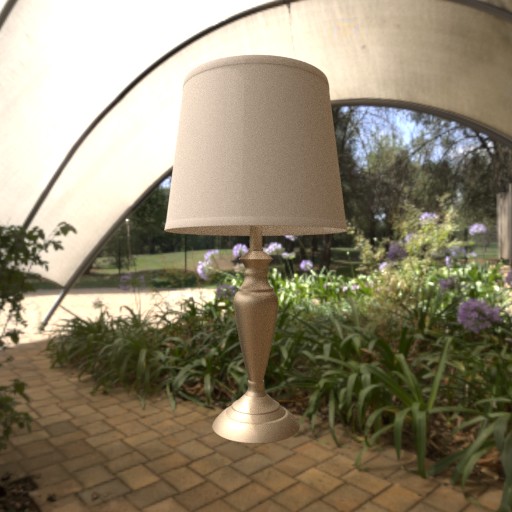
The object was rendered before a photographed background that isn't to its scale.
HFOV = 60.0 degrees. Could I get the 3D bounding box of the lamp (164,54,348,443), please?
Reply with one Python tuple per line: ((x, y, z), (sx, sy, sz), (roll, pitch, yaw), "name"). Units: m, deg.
((0.000, 0.000, 0.811), (0.328, 0.619, 0.328), (0, 0, 0), "lamp")
